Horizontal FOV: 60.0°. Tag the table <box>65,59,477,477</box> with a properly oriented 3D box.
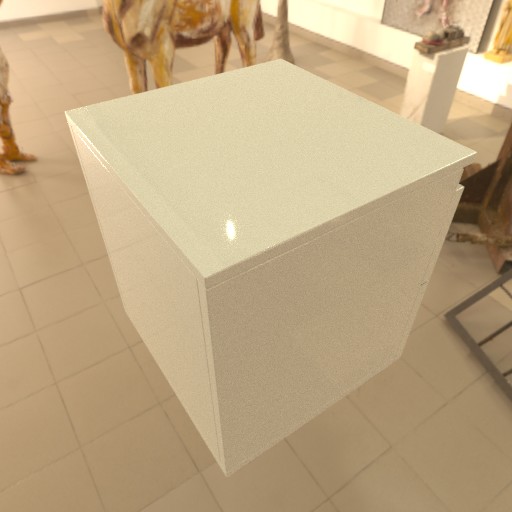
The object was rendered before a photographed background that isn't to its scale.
[{"bbox_3d":[0.000,0.000,0.770,0.400,0.470,0.420,-25,48,-25],"label":"table"}]
